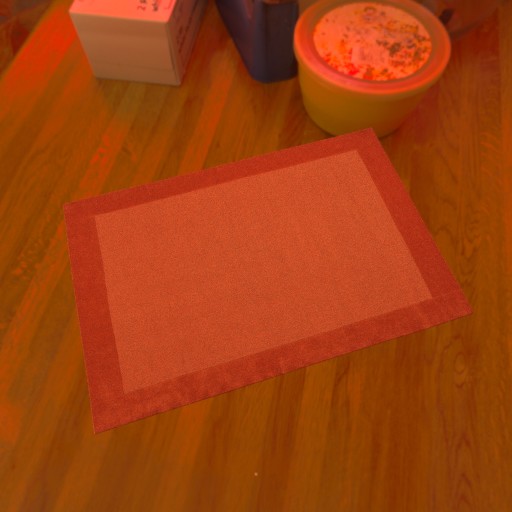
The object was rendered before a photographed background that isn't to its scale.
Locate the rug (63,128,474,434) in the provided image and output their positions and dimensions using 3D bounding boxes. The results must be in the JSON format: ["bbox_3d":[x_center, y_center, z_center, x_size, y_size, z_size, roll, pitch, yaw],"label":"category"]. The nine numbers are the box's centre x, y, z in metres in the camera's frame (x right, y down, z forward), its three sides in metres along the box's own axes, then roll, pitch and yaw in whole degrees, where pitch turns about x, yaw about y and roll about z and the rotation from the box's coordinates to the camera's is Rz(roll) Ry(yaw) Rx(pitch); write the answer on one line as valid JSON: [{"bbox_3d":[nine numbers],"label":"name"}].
[{"bbox_3d":[0.000,0.000,2.278,1.829,0.014,1.219,-16,65,-8],"label":"rug"}]
